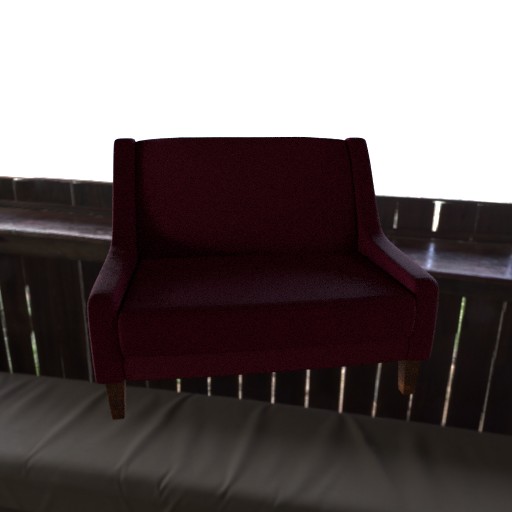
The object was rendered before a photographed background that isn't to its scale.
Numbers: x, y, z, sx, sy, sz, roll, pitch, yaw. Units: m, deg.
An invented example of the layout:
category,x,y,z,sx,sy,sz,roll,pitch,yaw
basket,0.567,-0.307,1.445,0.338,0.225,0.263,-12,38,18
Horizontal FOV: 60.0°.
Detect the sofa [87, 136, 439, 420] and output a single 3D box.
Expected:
category,x,y,z,sx,sy,sz,roll,pitch,yaw
sofa,0.000,0.000,1.910,1.242,0.976,0.946,-2,16,-8
